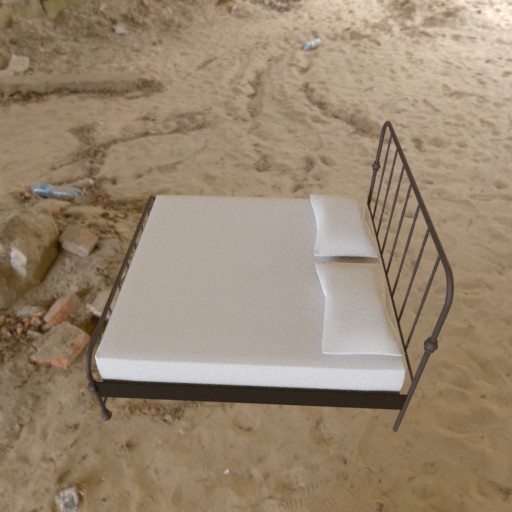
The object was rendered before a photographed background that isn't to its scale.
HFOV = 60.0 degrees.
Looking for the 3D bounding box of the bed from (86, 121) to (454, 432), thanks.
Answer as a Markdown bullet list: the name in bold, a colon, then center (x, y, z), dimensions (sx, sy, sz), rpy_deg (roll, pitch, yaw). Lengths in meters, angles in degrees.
- **bed**: center (0.000, 0.000, 3.420), dimensions (2.134, 1.446, 2.044), rpy_deg (2, 42, 2)
